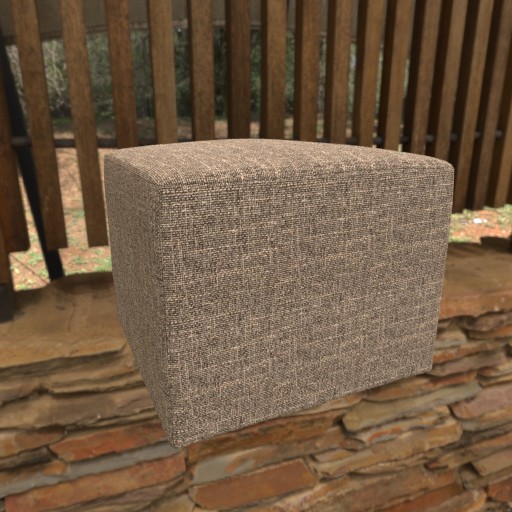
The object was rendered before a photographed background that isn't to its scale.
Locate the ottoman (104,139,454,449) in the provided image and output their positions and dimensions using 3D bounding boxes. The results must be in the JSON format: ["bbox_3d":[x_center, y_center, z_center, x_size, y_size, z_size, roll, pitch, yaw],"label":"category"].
[{"bbox_3d":[0.000,0.000,0.901,0.512,0.453,0.521,-8,19,-24],"label":"ottoman"}]
